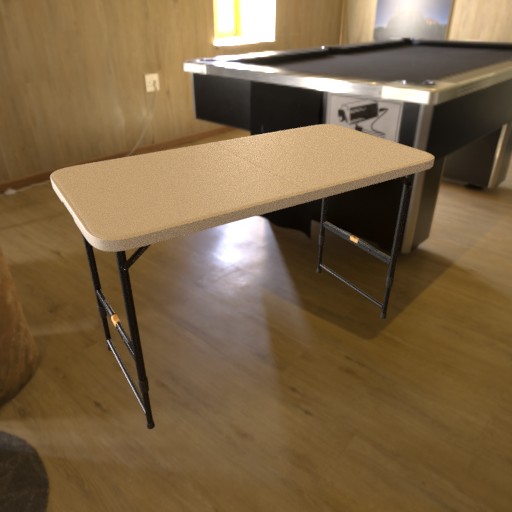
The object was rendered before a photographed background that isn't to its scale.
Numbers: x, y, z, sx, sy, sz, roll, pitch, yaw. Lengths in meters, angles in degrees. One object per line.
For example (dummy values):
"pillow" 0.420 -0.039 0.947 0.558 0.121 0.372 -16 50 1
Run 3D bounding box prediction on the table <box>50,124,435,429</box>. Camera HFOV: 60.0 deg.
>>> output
"table" 0.000 0.000 1.697 1.245 0.737 0.611 -18 34 -28
